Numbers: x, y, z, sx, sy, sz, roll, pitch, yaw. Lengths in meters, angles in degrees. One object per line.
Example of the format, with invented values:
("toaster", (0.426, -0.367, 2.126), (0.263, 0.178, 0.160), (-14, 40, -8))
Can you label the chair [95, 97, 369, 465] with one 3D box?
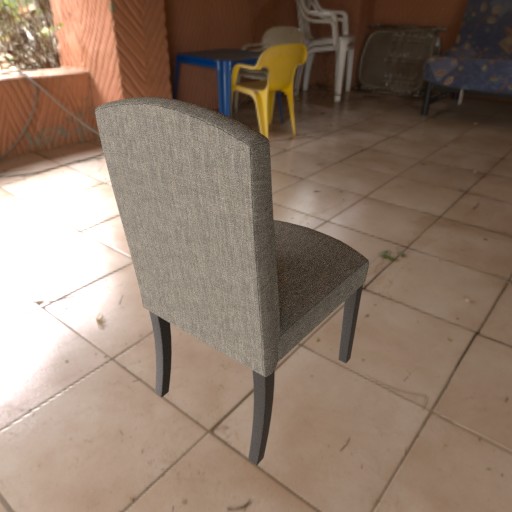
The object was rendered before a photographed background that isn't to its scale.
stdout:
("chair", (0.000, 0.000, 1.239), (0.451, 0.917, 0.580), (22, 36, 32))
